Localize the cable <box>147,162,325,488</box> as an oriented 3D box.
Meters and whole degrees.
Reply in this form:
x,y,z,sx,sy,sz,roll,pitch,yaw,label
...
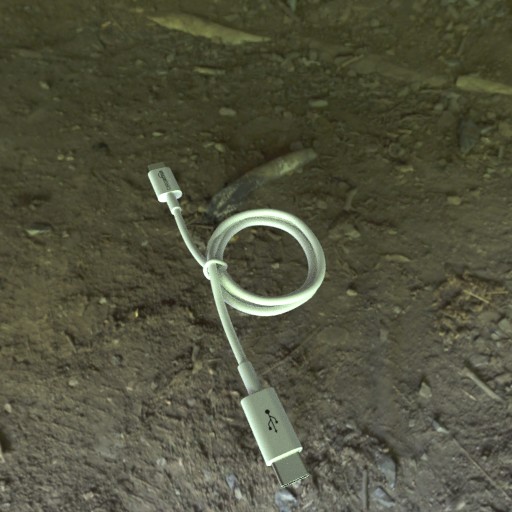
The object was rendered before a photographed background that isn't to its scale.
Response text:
x,y,z,sx,sy,sz,roll,pitch,yaw,label
0.000,0.000,0.223,0.070,0.014,0.203,-17,49,-16,cable
